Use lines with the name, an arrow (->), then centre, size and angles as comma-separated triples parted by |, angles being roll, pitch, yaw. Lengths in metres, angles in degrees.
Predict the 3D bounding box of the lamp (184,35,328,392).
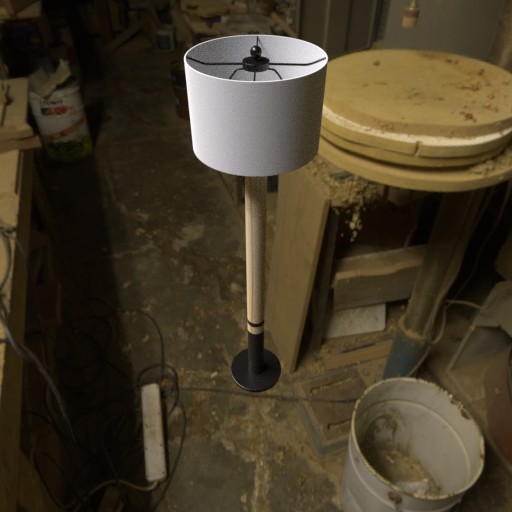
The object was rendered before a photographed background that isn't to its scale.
lamp -> 0.000, 0.000, 1.656 | 0.381, 1.478, 0.381 | -12, 43, -13
